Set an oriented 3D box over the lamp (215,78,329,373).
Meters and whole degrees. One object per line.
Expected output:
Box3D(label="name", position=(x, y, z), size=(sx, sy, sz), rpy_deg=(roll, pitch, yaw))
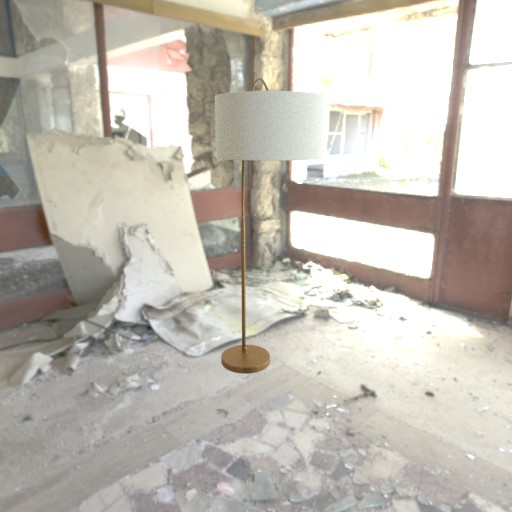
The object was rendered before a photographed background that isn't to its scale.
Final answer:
Box3D(label="lamp", position=(0.000, 0.000, 2.598), size=(0.493, 1.927, 1.434), rpy_deg=(-2, 15, -8))
